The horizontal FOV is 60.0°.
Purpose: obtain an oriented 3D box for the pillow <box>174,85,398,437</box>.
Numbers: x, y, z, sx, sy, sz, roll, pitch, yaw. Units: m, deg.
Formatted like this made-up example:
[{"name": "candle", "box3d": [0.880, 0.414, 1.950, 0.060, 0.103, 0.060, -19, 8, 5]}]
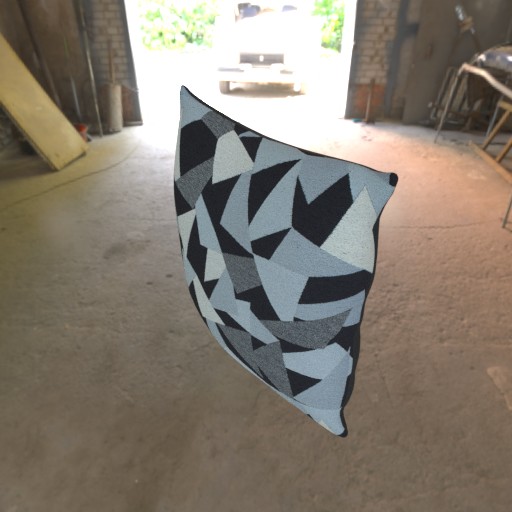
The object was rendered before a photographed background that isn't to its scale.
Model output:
[{"name": "pillow", "box3d": [0.000, 0.000, 0.789, 0.208, 0.496, 0.503, -23, 40, -30]}]
